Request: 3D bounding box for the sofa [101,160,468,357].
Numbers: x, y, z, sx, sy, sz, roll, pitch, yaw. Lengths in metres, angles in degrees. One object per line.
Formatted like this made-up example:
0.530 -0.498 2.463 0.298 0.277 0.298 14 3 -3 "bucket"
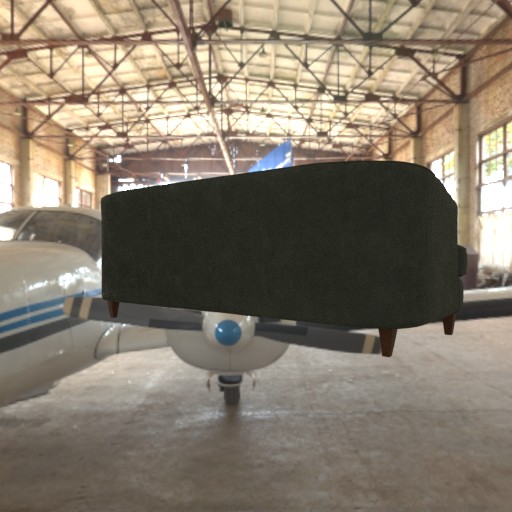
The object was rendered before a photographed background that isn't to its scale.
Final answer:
0.000 0.000 2.770 2.278 0.855 0.941 0 0 37 "sofa"
